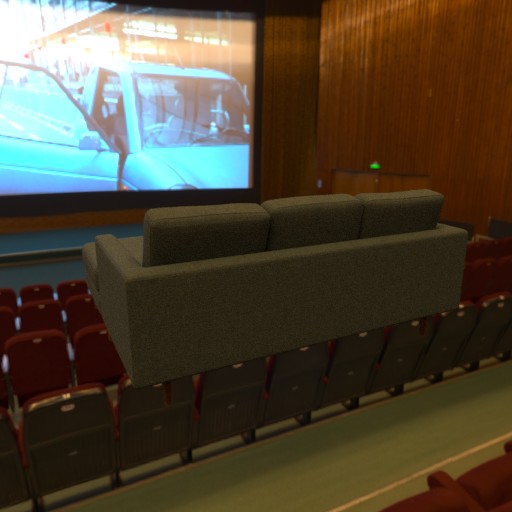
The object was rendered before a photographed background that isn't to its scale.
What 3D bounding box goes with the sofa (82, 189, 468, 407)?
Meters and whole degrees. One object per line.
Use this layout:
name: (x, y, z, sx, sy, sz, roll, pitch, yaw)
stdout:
sofa: (0.000, 0.000, 3.004, 2.055, 0.957, 1.667, -8, 17, -26)
